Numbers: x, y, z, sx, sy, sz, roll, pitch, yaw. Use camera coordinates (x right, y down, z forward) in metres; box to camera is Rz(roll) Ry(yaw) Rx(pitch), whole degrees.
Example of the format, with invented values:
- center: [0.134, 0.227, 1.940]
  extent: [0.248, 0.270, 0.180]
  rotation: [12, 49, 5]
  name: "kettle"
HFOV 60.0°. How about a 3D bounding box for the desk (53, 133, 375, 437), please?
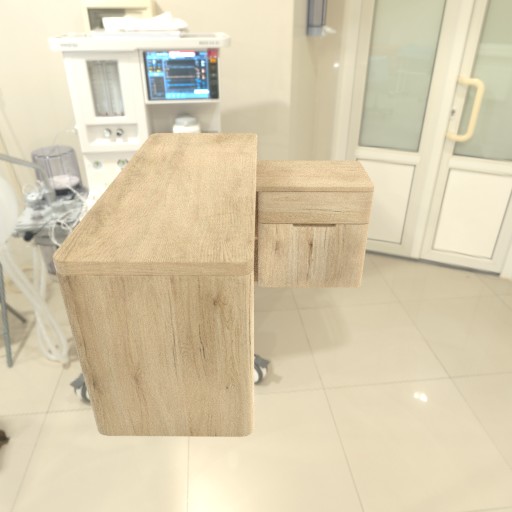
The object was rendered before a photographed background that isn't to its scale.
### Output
- center: [0.000, 0.000, 2.055]
  extent: [1.175, 0.770, 1.400]
  rotation: [0, 30, 0]
  name: "desk"
